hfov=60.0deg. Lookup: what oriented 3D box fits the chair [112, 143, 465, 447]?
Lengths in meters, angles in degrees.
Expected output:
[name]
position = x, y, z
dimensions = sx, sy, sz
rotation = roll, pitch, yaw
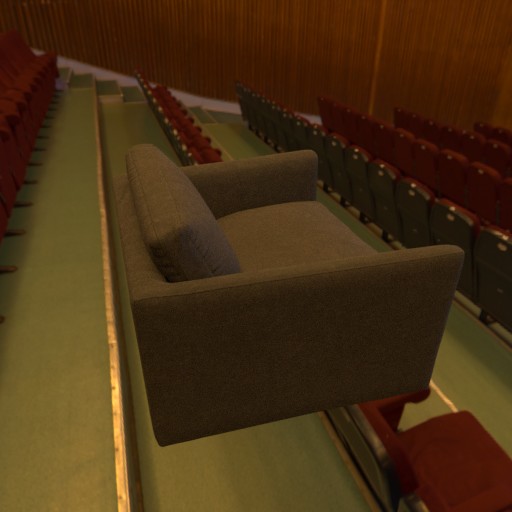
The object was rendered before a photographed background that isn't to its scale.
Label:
[chair]
position = 0.000, 0.000, 1.891
dimensions = 1.091, 0.845, 1.190
rotation = -10, 31, -16
